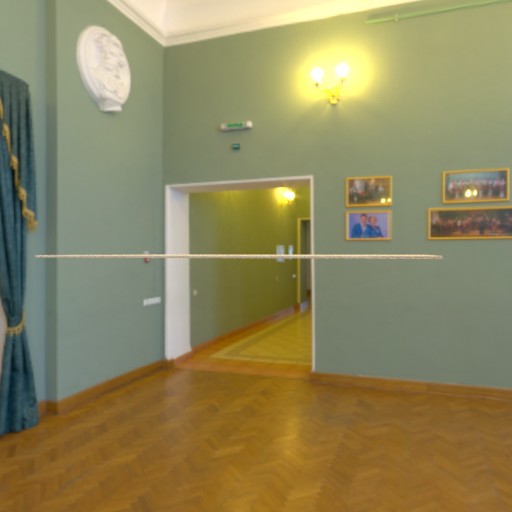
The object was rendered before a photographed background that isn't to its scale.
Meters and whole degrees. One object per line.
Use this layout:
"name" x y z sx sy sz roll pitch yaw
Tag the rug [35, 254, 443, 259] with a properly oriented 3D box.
"rug" 0.000 0.000 2.900 2.144 0.013 1.509 0 0 18
